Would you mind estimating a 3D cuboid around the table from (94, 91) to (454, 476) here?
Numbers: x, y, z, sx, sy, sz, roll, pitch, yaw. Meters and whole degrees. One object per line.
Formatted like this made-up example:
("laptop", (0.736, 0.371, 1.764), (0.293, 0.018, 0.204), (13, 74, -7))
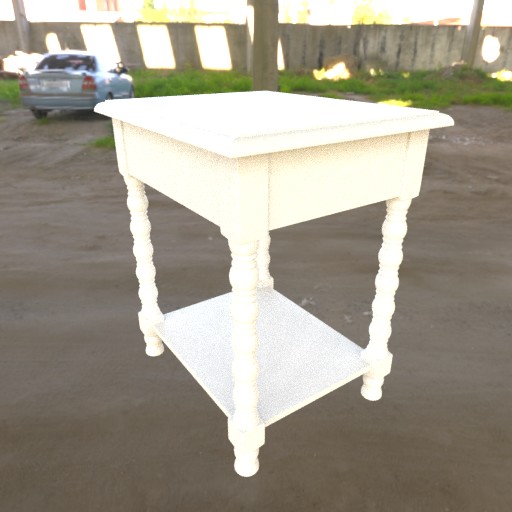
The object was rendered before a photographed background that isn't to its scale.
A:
("table", (0.000, 0.000, 0.819), (0.381, 0.531, 0.460), (-16, 30, -31))
